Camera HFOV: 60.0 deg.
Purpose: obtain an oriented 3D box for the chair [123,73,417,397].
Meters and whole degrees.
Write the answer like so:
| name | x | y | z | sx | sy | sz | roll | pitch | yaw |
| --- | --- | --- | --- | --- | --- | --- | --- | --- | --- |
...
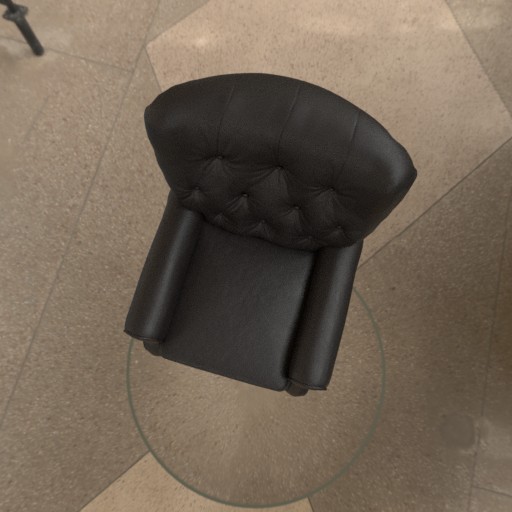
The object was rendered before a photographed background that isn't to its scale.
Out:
| name | x | y | z | sx | sy | sz | roll | pitch | yaw |
| --- | --- | --- | --- | --- | --- | --- | --- | --- | --- |
| chair | 0.000 | 0.000 | 1.916 | 0.948 | 1.158 | 1.058 | 15 | 77 | 4 |
